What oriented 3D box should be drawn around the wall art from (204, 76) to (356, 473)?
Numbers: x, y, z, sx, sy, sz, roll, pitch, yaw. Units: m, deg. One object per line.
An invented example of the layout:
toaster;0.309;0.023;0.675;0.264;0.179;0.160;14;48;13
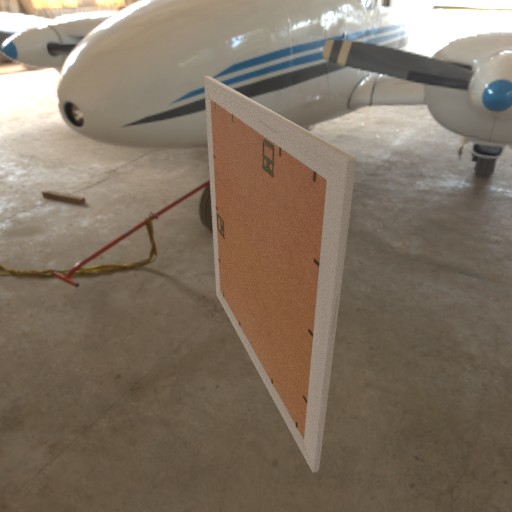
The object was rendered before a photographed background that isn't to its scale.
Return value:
wall art;0.000;0.000;0.880;0.013;0.584;0.584;-12;33;-18
